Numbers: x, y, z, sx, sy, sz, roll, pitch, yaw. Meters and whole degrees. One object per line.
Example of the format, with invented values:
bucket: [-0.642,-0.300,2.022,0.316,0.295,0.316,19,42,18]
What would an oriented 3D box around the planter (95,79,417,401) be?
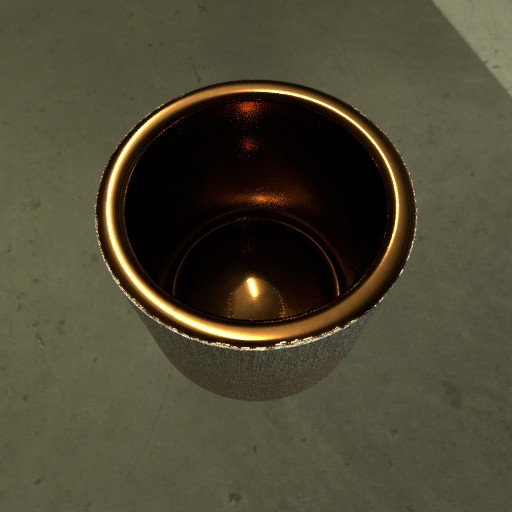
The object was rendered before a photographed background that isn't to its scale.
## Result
planter: [0.000,0.000,0.311,0.177,0.157,0.177,0,63,0]
